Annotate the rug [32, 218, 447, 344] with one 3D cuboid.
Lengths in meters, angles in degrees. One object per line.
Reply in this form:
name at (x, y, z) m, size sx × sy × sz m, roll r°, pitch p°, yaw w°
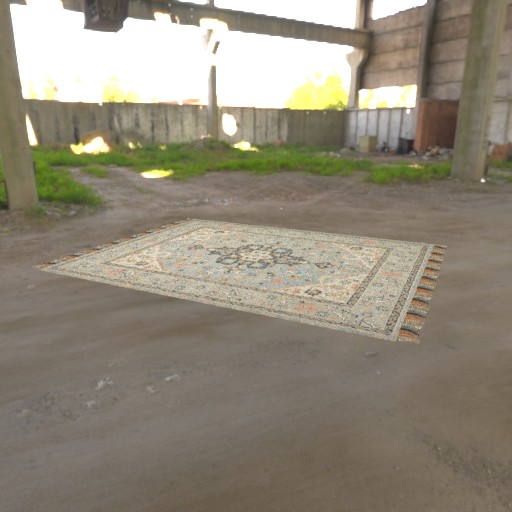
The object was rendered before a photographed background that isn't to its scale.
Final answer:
rug at (0.000, 0.000, 2.257) m, size 1.730 × 0.009 × 1.278 m, roll 8°, pitch 18°, yaw 25°
